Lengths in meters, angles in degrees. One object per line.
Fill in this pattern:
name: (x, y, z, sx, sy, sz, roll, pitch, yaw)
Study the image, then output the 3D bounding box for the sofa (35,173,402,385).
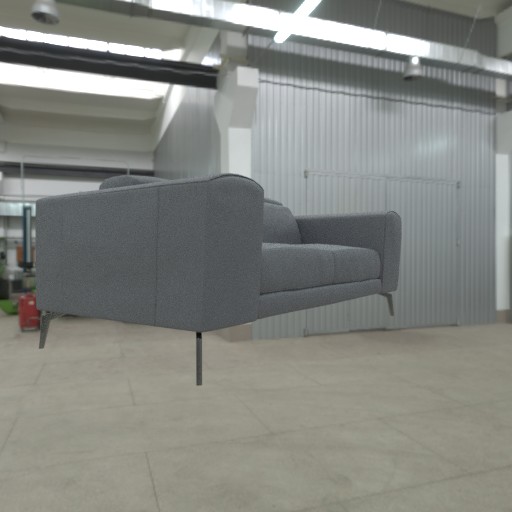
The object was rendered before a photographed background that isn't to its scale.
sofa: (0.000, 0.000, 2.355, 1.003, 0.779, 1.895, 0, 1, 35)
